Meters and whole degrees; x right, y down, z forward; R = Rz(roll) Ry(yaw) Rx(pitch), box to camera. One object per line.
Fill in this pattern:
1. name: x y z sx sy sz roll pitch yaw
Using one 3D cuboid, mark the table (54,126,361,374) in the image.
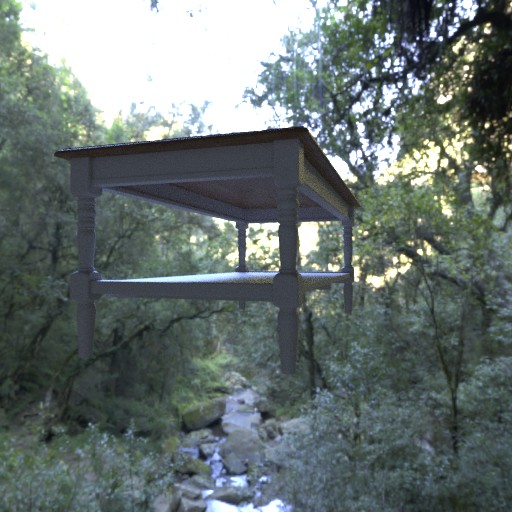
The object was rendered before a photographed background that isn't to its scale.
1. table: 0.000 0.000 1.403 0.559 0.458 1.118 0 -1 18
